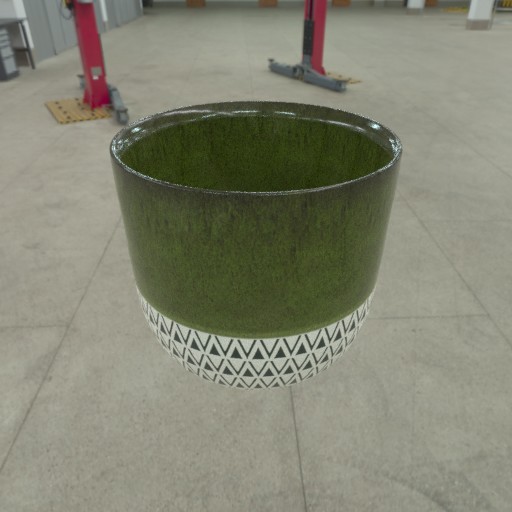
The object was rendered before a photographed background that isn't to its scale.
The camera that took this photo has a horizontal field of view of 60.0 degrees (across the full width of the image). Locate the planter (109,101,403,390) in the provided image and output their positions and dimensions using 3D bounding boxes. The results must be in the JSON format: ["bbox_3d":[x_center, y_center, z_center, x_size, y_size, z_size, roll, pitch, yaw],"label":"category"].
[{"bbox_3d":[0.000,0.000,0.488,0.266,0.270,0.266,0,33,0],"label":"planter"}]
